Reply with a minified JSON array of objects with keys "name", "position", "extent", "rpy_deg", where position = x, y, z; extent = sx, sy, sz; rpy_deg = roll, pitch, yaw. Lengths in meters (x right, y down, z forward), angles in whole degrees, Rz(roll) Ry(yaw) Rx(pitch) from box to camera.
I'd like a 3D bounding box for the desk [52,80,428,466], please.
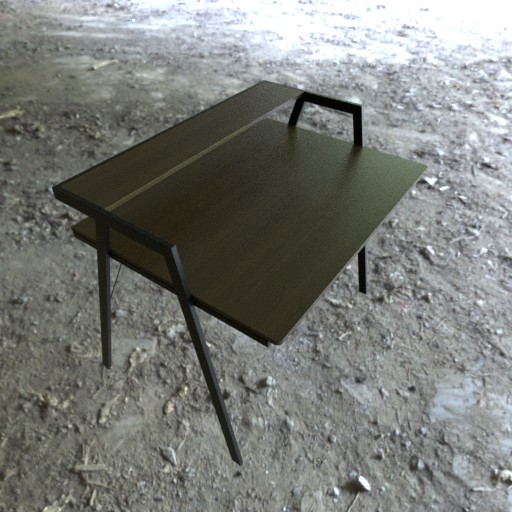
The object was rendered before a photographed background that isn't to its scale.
[{"name":"desk","position":[0.000,0.000,1.879],"extent":[0.936,0.998,1.143],"rpy_deg":[25,47,26]}]
